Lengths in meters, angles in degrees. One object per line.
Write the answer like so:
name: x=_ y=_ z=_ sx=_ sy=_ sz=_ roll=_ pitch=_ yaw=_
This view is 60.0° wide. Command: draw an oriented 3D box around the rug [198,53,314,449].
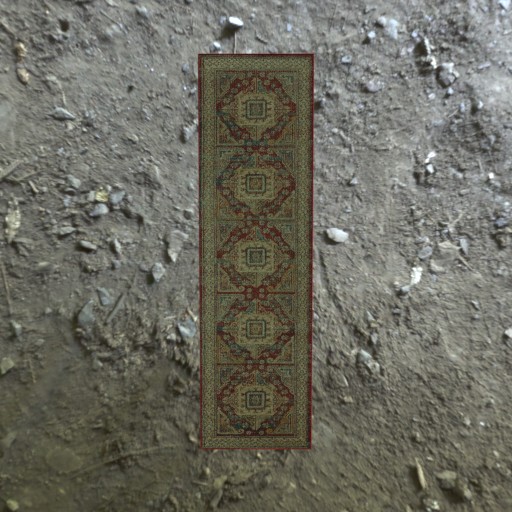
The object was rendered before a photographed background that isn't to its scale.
rug: x=0.000 y=0.000 z=2.566 sx=0.659 sy=0.015 sz=2.292 roll=0 pitch=93 yaw=0
